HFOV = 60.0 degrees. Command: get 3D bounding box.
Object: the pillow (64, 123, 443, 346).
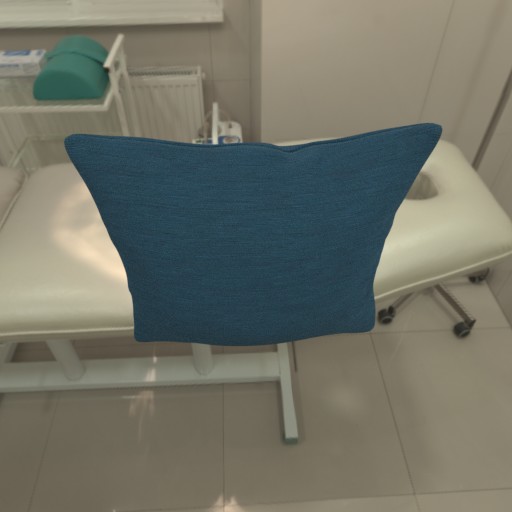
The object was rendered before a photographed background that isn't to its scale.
[{"bbox_3d":[0.000,0.000,0.657,0.437,0.420,0.177,-2,46,-2],"label":"pillow"}]
